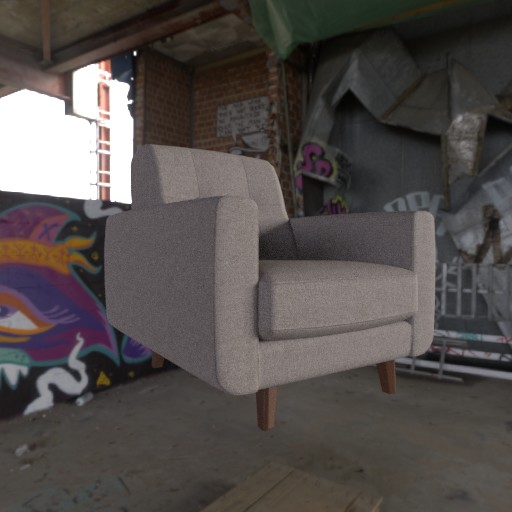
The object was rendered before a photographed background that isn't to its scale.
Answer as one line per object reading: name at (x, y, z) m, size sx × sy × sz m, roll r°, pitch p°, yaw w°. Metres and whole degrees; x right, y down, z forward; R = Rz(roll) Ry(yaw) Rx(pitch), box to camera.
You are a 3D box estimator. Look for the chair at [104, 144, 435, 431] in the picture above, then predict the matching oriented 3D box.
chair at (0.000, 0.000, 1.545) m, size 0.831 × 0.839 × 0.907 m, roll -1°, pitch 1°, yaw -35°
